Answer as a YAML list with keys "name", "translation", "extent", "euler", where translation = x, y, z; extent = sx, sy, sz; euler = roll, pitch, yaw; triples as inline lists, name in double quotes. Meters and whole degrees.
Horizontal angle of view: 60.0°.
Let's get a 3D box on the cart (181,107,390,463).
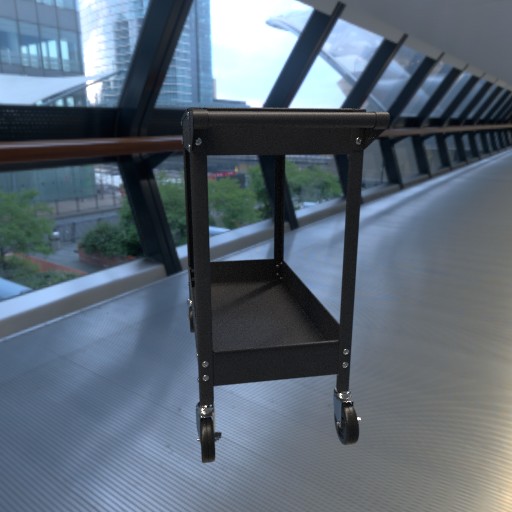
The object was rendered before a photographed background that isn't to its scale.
- name: "cart"
  translation: [0.000, 0.000, 1.181]
  extent: [0.366, 0.719, 0.779]
  euler: [-3, 16, -10]
